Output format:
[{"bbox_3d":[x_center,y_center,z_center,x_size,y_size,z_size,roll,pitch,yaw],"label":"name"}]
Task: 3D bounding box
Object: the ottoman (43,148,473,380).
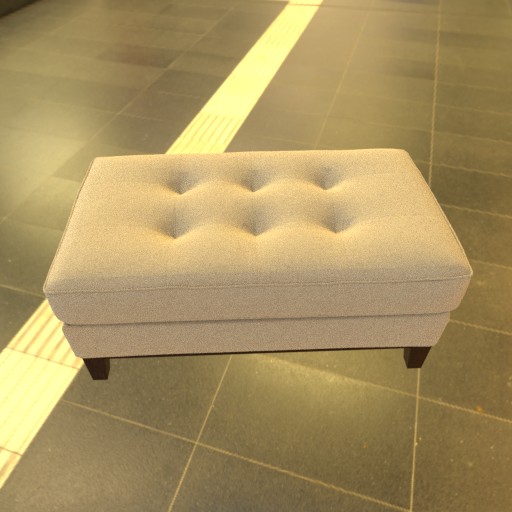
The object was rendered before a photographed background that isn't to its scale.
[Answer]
[{"bbox_3d":[0.000,0.000,1.500,1.143,0.508,0.648,-2,45,-2],"label":"ottoman"}]
